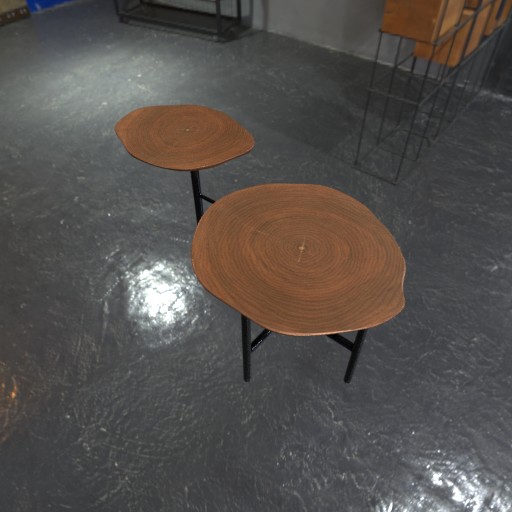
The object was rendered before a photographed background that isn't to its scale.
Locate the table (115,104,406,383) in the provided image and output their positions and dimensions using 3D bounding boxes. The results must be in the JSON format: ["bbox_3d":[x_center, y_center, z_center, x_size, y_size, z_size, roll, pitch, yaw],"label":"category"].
[{"bbox_3d":[0.000,0.000,1.115,0.759,0.538,0.442,31,54,26],"label":"table"}]
